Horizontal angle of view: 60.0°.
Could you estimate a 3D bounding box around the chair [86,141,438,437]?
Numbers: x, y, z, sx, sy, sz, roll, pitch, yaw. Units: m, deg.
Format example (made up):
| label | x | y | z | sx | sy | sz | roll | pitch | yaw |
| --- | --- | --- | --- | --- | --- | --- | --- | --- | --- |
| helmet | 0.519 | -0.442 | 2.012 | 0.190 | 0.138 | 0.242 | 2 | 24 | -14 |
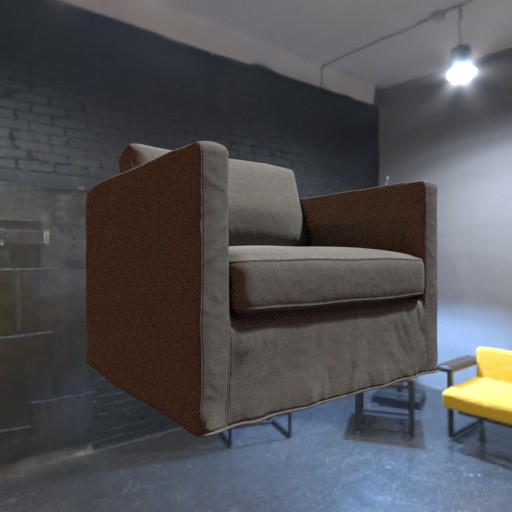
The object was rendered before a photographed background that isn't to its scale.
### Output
| label | x | y | z | sx | sy | sz | roll | pitch | yaw |
| --- | --- | --- | --- | --- | --- | --- | --- | --- | --- |
| chair | 0.000 | 0.000 | 1.715 | 1.057 | 0.863 | 0.949 | 0 | 0 | -37 |
